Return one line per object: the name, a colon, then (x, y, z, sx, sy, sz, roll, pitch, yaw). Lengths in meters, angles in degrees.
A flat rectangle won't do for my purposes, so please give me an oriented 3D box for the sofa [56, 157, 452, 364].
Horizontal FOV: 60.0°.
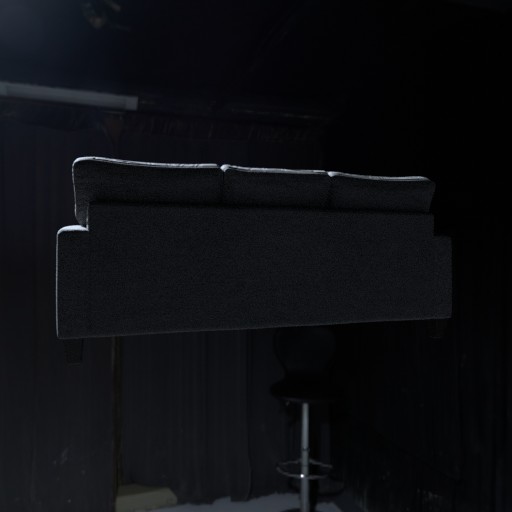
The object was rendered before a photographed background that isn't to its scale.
sofa: (0.000, 0.000, 2.708, 2.158, 0.965, 0.951, 0, 0, -18)
